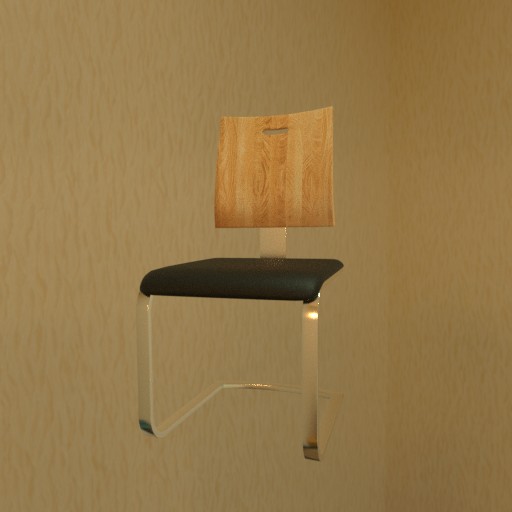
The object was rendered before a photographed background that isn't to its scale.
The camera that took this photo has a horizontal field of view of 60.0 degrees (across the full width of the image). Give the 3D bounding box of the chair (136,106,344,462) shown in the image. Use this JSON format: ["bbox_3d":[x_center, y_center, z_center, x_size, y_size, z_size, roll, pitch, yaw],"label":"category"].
[{"bbox_3d":[0.000,0.000,1.270,0.462,0.936,0.560,0,2,17],"label":"chair"}]
